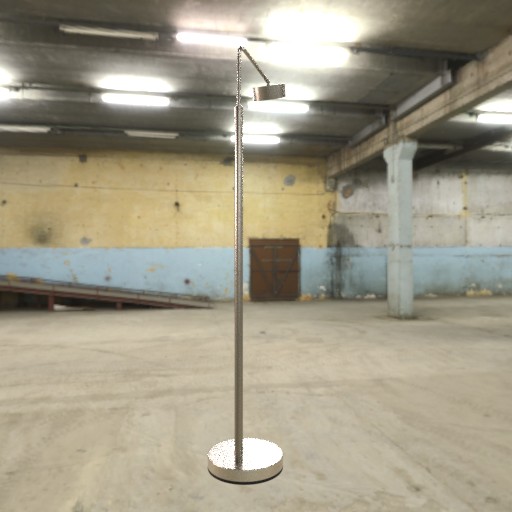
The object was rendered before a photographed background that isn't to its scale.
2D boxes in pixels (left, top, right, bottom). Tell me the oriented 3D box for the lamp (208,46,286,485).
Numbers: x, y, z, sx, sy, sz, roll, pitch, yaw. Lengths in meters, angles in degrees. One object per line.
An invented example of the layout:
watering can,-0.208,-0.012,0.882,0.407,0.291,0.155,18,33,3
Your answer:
lamp,0.000,0.000,1.418,0.222,1.250,0.421,0,-1,18
